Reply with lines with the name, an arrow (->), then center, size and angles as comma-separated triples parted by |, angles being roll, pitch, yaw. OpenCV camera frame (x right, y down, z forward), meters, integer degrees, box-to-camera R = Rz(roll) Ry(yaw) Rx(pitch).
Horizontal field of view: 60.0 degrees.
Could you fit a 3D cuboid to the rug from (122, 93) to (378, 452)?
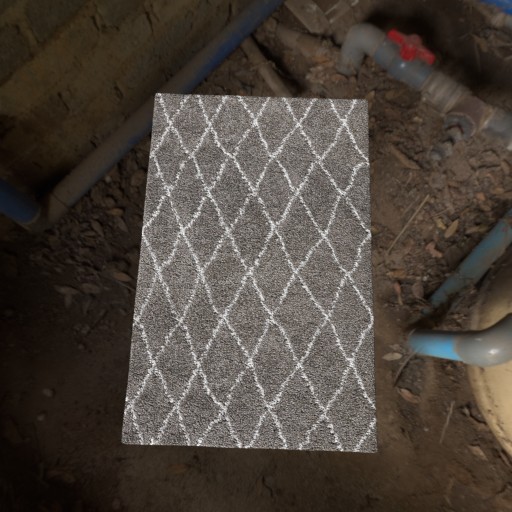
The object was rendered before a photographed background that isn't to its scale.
rug -> 0.000, 0.000, 3.391 | 1.778, 0.030, 2.743 | 2, 77, 0
